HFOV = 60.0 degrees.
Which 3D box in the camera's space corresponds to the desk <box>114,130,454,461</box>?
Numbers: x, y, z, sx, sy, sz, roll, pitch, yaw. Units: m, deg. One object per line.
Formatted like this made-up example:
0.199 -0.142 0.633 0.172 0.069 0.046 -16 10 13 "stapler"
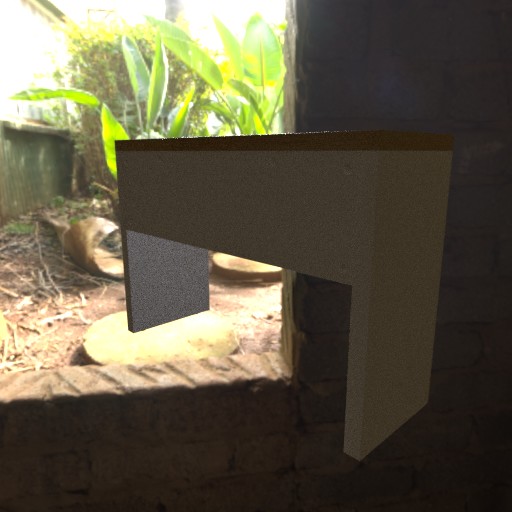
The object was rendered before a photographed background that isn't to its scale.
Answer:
0.000 0.000 1.476 0.390 0.760 1.100 -13 18 -43 "desk"
